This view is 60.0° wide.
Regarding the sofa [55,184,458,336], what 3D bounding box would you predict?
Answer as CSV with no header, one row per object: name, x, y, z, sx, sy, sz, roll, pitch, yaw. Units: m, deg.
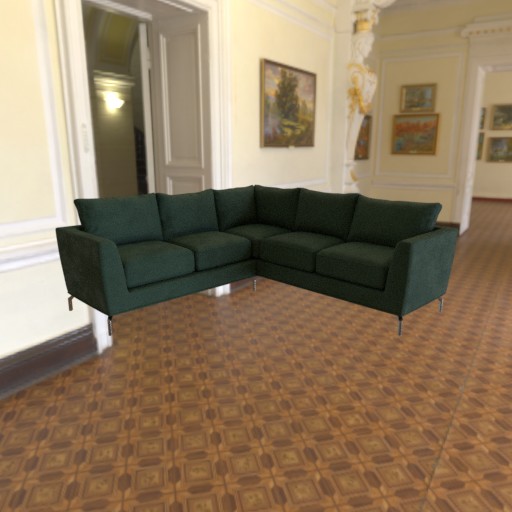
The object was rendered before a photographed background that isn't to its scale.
sofa,0.000,0.000,3.851,2.468,1.004,2.452,-13,19,-43
